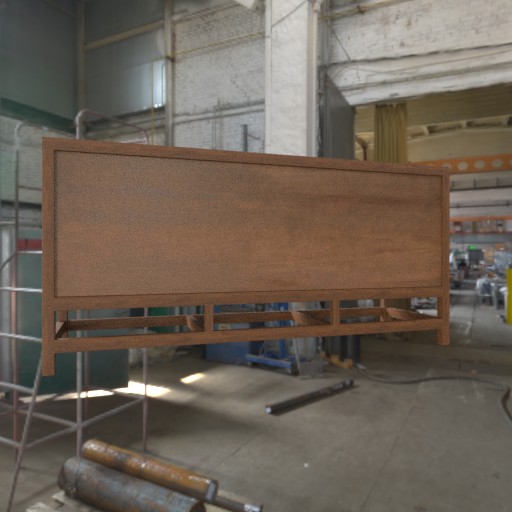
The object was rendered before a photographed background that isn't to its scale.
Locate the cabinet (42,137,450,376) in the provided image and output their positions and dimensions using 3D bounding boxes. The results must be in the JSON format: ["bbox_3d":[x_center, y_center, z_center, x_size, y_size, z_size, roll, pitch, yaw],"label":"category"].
[{"bbox_3d":[0.000,0.000,2.028,1.708,0.820,0.522,0,0,-18],"label":"cabinet"}]
